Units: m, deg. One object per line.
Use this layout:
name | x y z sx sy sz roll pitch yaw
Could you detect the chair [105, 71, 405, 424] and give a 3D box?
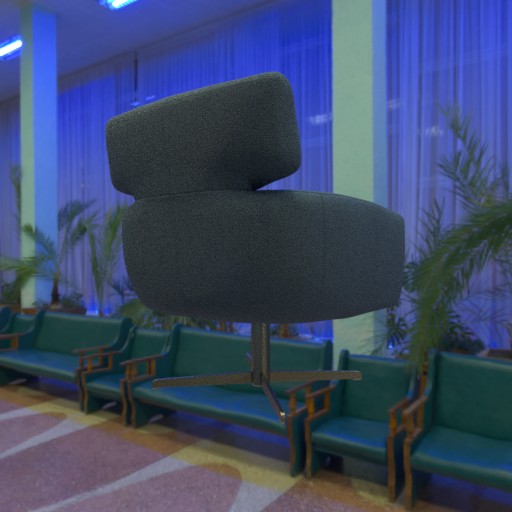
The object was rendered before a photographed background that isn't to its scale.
chair | 0.000 0.000 1.384 0.738 0.813 0.761 0 0 36
